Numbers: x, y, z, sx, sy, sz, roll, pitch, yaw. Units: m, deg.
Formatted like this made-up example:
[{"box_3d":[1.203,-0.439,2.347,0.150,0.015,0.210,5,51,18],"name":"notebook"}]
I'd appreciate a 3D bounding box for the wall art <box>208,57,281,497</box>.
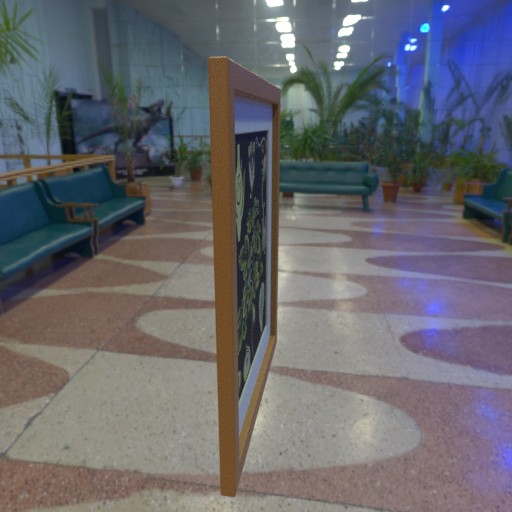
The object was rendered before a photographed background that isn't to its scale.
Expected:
[{"box_3d":[0.000,0.000,0.739,0.022,0.553,0.452,3,17,9],"name":"wall art"}]
